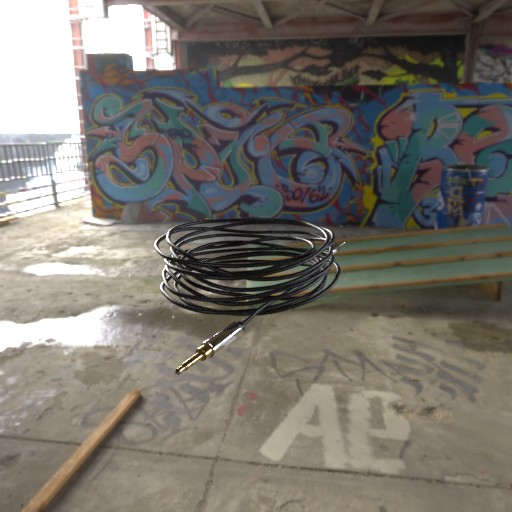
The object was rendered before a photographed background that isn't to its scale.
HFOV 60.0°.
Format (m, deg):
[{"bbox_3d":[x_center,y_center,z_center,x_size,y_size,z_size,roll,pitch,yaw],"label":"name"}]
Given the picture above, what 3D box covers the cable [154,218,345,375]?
[{"bbox_3d":[0.000,0.000,0.514,0.198,0.069,0.432,8,18,27],"label":"cable"}]
